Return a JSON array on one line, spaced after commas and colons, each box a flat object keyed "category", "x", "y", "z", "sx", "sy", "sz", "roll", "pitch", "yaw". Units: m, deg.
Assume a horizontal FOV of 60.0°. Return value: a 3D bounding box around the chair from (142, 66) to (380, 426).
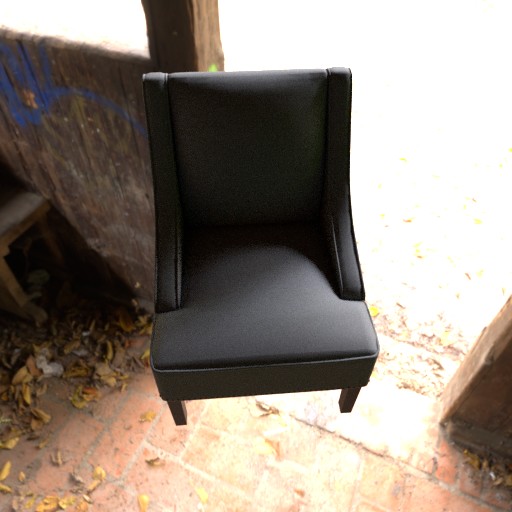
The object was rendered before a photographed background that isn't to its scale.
[{"category": "chair", "x": 0.000, "y": 0.000, "z": 1.387, "sx": 0.631, "sy": 0.867, "sz": 0.747, "roll": -3, "pitch": 47, "yaw": -3}]
